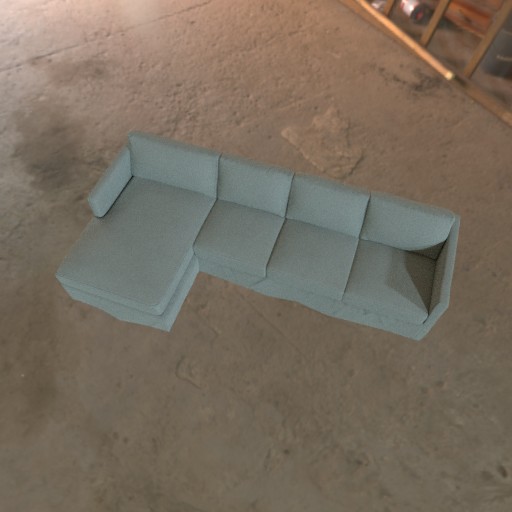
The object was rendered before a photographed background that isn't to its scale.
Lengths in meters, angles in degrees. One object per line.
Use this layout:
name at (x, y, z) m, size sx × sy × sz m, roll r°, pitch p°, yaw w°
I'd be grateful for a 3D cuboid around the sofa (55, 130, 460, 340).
sofa at (0.000, 0.000, 3.939) m, size 3.205 × 0.922 × 1.650 m, roll 17°, pitch 59°, yaw 10°
